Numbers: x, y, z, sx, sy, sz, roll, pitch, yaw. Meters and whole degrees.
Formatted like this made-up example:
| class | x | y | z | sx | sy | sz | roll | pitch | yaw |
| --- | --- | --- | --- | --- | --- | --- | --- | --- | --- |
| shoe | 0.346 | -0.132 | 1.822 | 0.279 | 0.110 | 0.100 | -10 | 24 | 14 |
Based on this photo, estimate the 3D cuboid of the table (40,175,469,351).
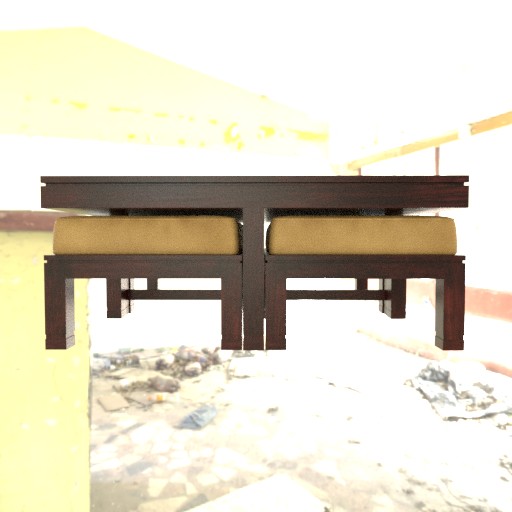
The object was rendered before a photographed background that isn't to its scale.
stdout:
| class | x | y | z | sx | sy | sz | roll | pitch | yaw |
| --- | --- | --- | --- | --- | --- | --- | --- | --- | --- |
| table | 0.000 | 0.000 | 1.331 | 0.865 | 0.356 | 0.865 | 0 | 2 | 1 |
